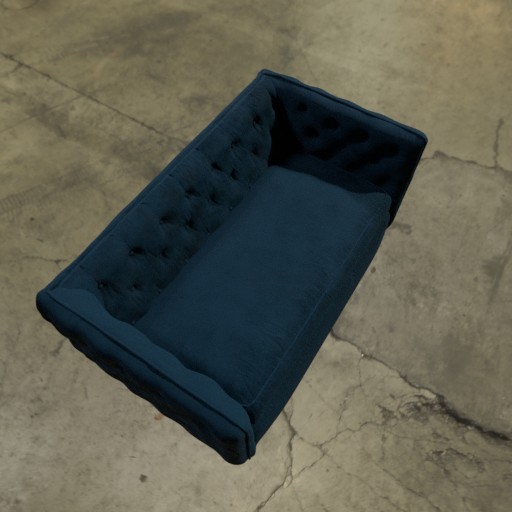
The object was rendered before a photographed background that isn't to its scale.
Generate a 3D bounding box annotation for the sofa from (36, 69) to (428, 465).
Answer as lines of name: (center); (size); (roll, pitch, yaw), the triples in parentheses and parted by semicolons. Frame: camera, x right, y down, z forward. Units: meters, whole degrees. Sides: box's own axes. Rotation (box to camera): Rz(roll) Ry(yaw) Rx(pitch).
sofa: (0.000, 0.000, 2.085); (0.909, 0.810, 1.583); (29, 63, 16)
